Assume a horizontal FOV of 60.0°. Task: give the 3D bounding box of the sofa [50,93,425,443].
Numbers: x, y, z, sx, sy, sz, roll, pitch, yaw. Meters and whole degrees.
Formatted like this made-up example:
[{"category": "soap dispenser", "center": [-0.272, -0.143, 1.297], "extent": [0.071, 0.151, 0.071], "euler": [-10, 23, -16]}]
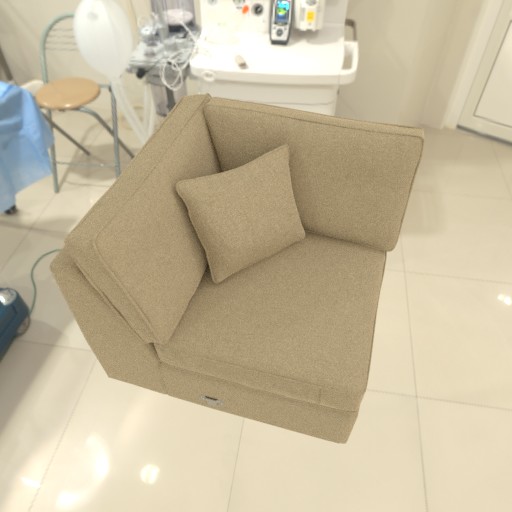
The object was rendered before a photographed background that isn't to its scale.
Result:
[{"category": "sofa", "center": [0.000, 0.000, 1.910], "extent": [1.146, 1.002, 1.084], "euler": [12, 49, 11]}]
